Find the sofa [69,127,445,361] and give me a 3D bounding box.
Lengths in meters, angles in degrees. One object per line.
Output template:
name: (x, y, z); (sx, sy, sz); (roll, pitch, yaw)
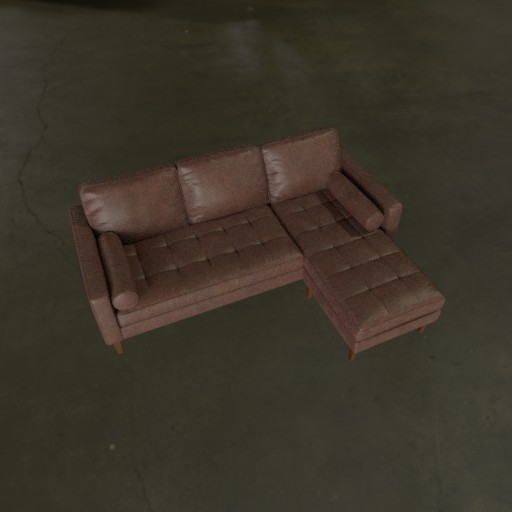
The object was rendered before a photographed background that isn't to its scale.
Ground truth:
sofa: (0.000, 0.000, 2.994); (2.185, 0.841, 1.613); (-17, 48, -16)
